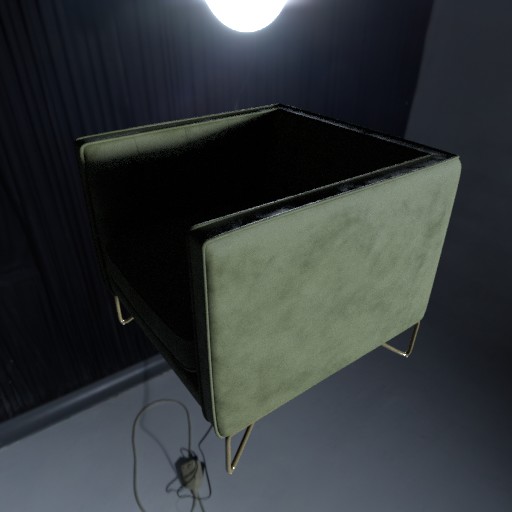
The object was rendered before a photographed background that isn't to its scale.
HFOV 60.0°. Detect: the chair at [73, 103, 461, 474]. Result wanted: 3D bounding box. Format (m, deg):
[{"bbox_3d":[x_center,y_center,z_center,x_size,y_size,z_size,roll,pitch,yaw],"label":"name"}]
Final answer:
[{"bbox_3d":[0.000,0.000,1.554,0.894,0.790,0.880,-20,37,-30],"label":"chair"}]
